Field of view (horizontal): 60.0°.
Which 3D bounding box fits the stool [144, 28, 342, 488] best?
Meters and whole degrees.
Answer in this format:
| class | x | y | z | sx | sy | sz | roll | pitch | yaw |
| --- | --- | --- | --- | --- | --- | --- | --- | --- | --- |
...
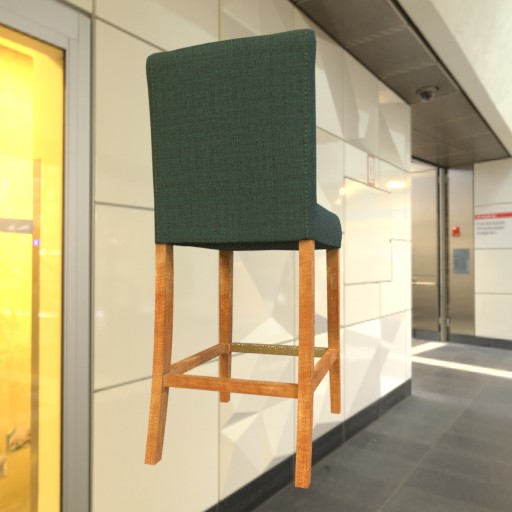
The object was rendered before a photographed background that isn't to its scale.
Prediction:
| class | x | y | z | sx | sy | sz | roll | pitch | yaw |
| --- | --- | --- | --- | --- | --- | --- | --- | --- | --- |
| stool | 0.000 | 0.000 | 1.309 | 0.454 | 1.039 | 0.567 | 0 | -1 | 17 |
